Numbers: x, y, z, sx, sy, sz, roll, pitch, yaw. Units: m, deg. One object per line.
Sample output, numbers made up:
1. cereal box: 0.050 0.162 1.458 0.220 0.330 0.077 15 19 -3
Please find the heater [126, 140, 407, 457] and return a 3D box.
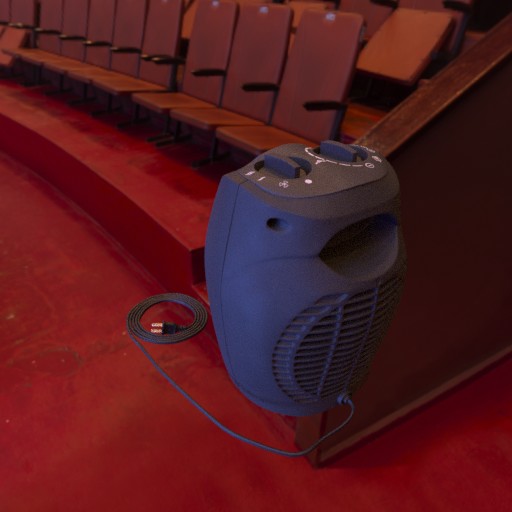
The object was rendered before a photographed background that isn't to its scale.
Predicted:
1. heater: 0.000 0.000 0.455 0.239 0.240 0.291 -19 37 -28
